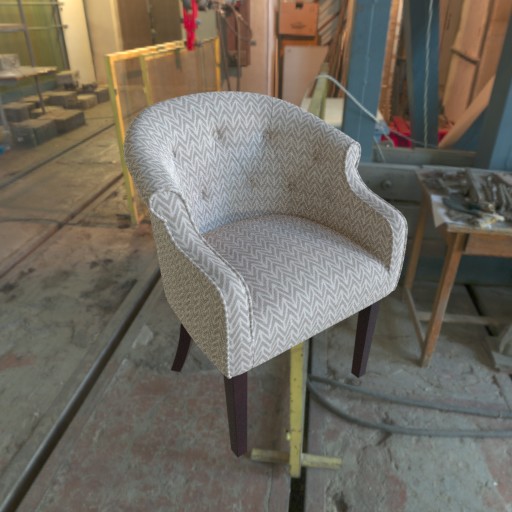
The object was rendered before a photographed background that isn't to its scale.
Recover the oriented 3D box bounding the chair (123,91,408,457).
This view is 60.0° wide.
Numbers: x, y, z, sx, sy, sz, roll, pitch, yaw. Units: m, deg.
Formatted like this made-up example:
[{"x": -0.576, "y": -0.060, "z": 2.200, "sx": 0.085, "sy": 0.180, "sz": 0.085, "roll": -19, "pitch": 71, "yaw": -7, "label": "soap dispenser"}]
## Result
[{"x": 0.000, "y": 0.000, "z": 1.322, "sx": 0.686, "sy": 0.858, "sz": 0.613, "roll": -21, "pitch": 36, "yaw": -32, "label": "chair"}]
